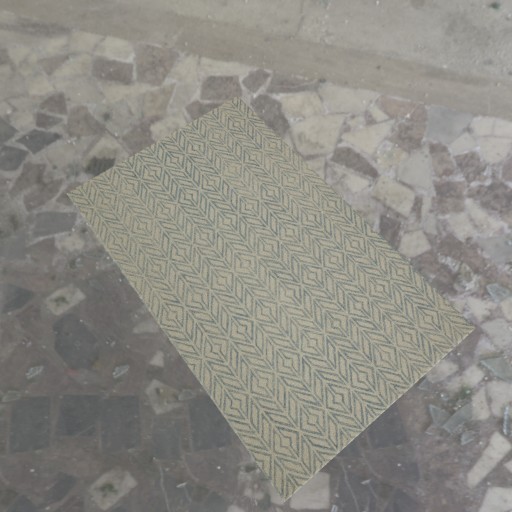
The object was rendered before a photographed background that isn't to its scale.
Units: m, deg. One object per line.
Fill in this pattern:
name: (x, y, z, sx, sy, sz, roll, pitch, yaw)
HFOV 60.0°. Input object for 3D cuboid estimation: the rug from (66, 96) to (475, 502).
rug: (0.000, 0.000, 2.946, 1.526, 0.008, 2.441, -35, 69, -16)
